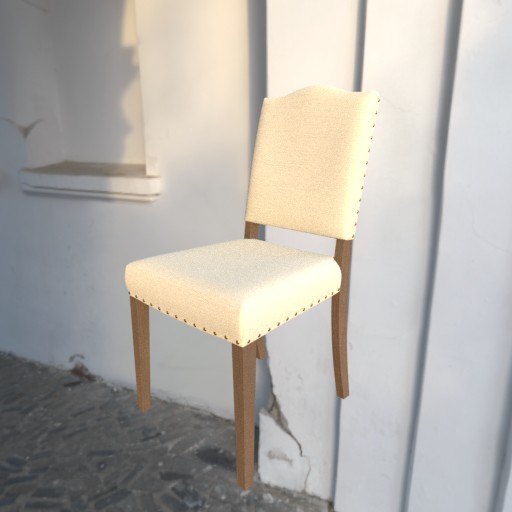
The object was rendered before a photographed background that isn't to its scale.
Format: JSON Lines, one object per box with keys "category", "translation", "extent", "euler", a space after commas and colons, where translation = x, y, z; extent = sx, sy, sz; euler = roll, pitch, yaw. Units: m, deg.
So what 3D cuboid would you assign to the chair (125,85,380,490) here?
{"category": "chair", "translation": [0.000, 0.000, 1.353], "extent": [0.508, 1.015, 0.619], "euler": [15, 21, 42]}
